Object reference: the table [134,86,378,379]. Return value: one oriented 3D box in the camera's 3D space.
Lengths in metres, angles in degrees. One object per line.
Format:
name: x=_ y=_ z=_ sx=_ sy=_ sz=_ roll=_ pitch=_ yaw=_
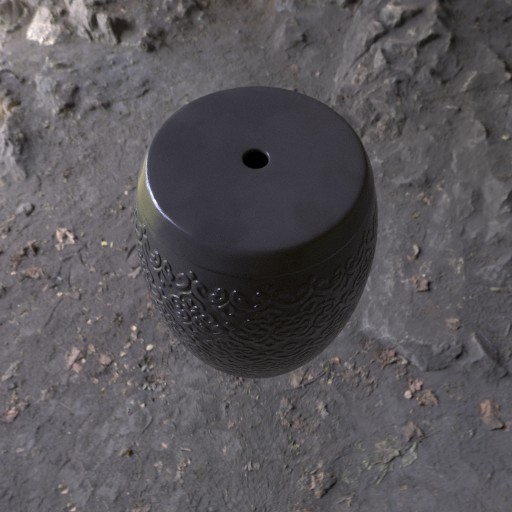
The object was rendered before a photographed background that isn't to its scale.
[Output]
table: x=0.000 y=0.000 z=0.626 sx=0.309 sy=0.397 sz=0.309 roll=0 pitch=59 yaw=0
